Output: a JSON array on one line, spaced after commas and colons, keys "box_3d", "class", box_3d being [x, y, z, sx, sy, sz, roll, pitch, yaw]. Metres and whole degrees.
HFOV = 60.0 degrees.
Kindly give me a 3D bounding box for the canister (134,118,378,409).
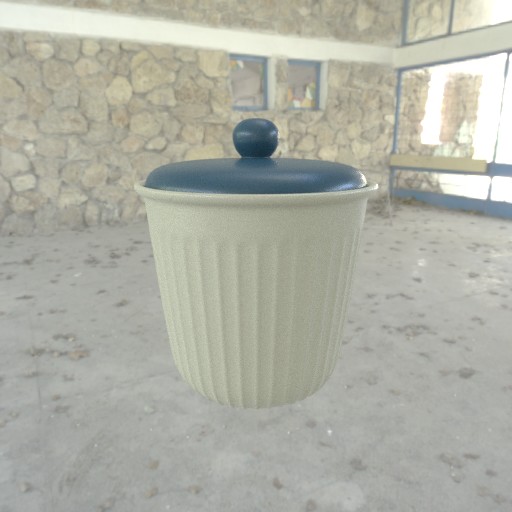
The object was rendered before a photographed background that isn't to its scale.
[{"box_3d": [0.000, 0.000, 0.354, 0.181, 0.211, 0.181, 0, 14, 0], "class": "canister"}]
